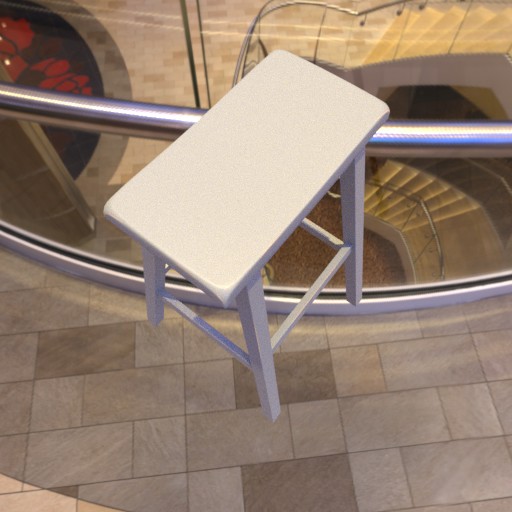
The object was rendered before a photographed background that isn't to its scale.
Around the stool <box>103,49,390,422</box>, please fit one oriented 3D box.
[{"bbox_3d":[0.000,0.000,1.030,0.476,0.737,0.457,35,69,16],"label":"stool"}]
